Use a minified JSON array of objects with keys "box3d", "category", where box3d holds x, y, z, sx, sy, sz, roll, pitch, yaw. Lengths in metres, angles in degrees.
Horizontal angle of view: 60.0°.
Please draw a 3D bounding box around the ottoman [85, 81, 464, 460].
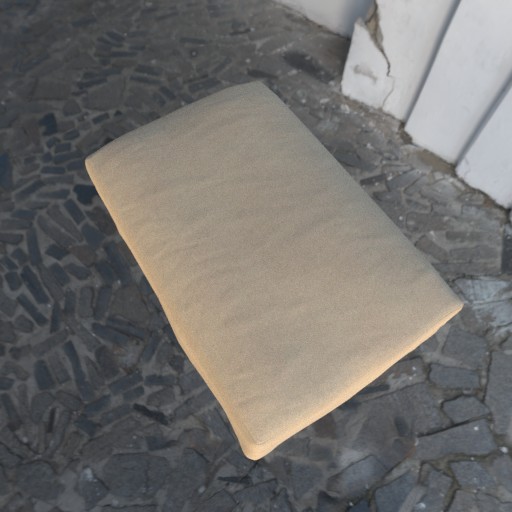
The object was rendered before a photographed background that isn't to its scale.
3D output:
[{"box3d":[0.000,0.000,1.223,0.590,0.444,0.872,-30,68,-14],"category":"ottoman"}]
